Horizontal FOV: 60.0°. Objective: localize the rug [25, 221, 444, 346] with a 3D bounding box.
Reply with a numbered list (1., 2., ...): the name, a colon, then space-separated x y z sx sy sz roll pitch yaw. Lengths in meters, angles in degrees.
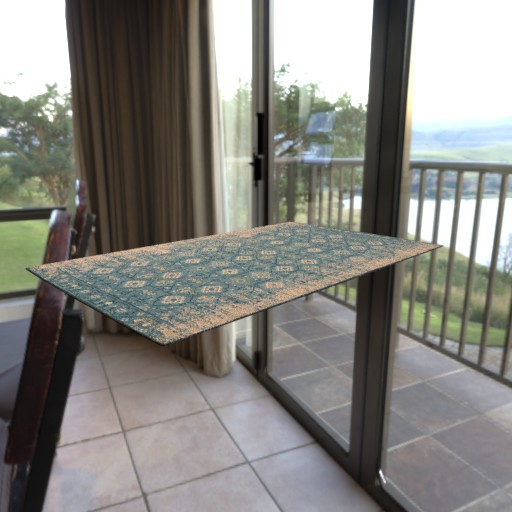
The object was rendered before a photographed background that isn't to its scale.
1. rug: 0.000 0.000 2.178 1.795 0.008 1.102 -13 19 -43
